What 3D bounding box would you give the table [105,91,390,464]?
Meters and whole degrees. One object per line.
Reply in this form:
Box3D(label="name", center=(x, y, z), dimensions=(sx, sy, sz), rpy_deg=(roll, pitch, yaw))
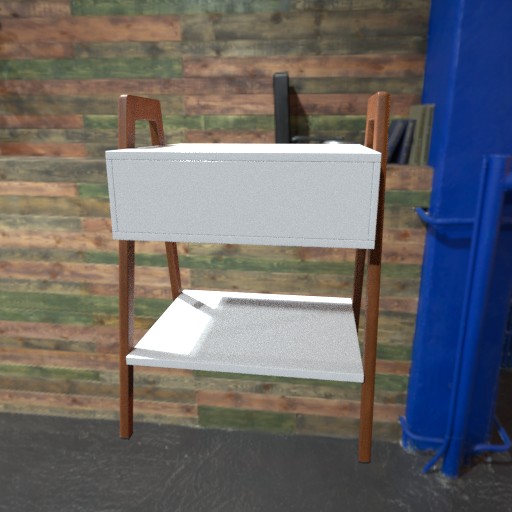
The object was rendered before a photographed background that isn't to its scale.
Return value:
Box3D(label="table", center=(0.000, 0.000, 0.900), dimensions=(0.457, 0.610, 0.405), rpy_deg=(2, 16, 8))
